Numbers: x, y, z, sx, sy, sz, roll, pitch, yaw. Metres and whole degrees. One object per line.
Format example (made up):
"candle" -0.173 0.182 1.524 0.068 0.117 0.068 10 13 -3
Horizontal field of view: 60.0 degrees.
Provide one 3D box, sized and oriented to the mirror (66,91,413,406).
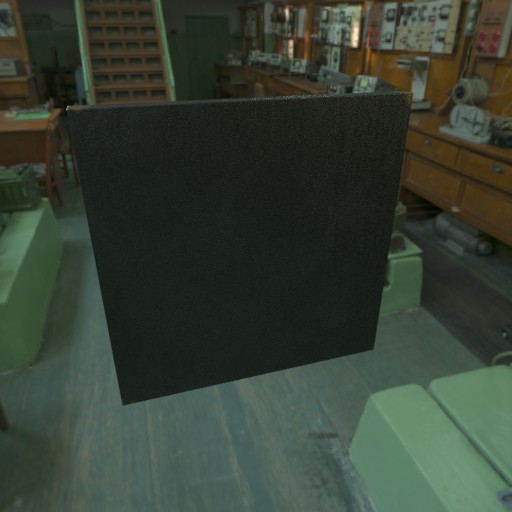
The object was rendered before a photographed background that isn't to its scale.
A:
"mirror" 0.000 0.000 0.564 0.382 0.381 0.020 -8 29 -16
